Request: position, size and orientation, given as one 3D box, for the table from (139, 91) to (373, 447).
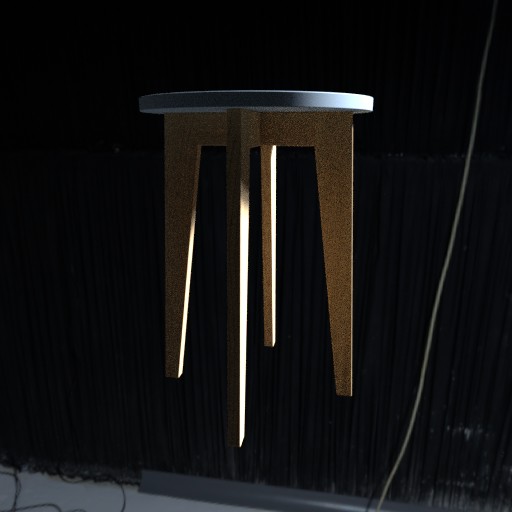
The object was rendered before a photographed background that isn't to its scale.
[{"bbox_3d":[0.000,0.000,0.752,0.350,0.500,0.350,0,16,0],"label":"table"}]
